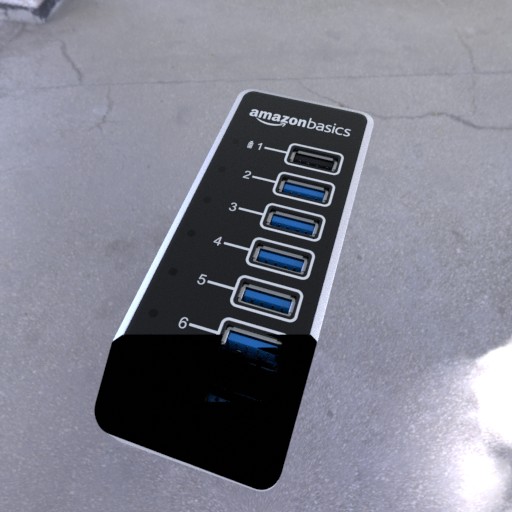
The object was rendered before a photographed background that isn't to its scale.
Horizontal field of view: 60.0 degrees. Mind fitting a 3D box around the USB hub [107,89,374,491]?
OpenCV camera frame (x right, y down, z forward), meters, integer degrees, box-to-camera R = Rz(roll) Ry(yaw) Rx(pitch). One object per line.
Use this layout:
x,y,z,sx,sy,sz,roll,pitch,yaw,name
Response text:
0.000,0.000,0.124,0.044,0.023,0.110,15,60,9,USB hub
